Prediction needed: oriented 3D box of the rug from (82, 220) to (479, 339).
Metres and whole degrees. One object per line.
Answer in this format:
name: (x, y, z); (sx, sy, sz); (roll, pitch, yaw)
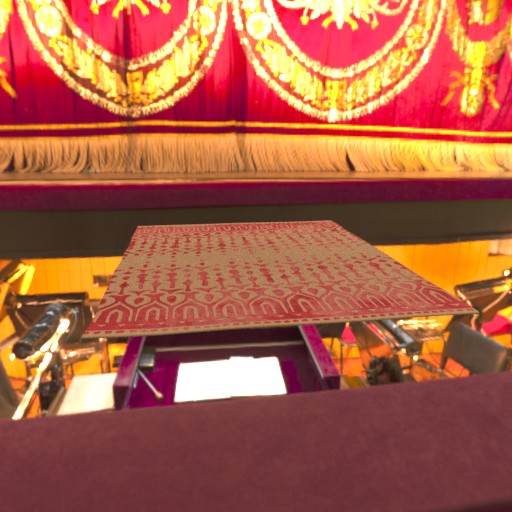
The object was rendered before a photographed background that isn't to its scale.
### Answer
rug: (0.000, 0.000, 4.090); (2.441, 0.016, 3.095); (-2, 16, -8)
